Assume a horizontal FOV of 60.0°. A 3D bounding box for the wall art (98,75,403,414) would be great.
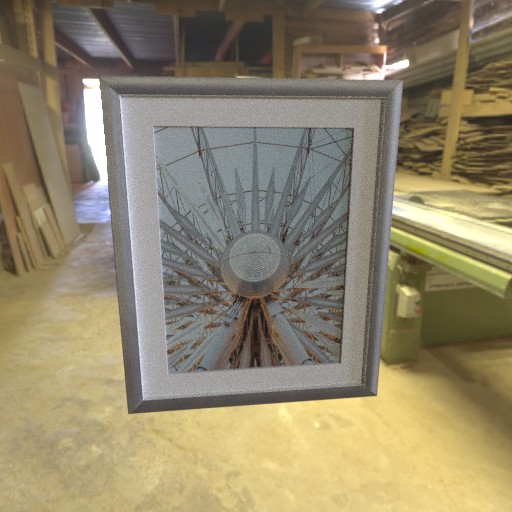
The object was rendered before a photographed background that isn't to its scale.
[{"bbox_3d":[0.000,0.000,0.747,0.458,0.558,0.029,-2,15,-7],"label":"wall art"}]
